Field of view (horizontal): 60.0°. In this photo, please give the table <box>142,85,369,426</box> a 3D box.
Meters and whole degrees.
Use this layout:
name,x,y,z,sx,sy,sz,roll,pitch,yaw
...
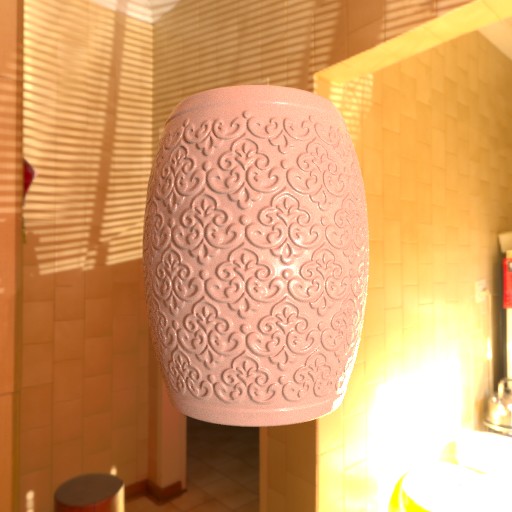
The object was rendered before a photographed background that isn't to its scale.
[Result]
name,x,y,z,sx,sy,sz,roll,pitch,yaw
table,0.000,0.000,0.624,0.309,0.397,0.309,0,-1,0
